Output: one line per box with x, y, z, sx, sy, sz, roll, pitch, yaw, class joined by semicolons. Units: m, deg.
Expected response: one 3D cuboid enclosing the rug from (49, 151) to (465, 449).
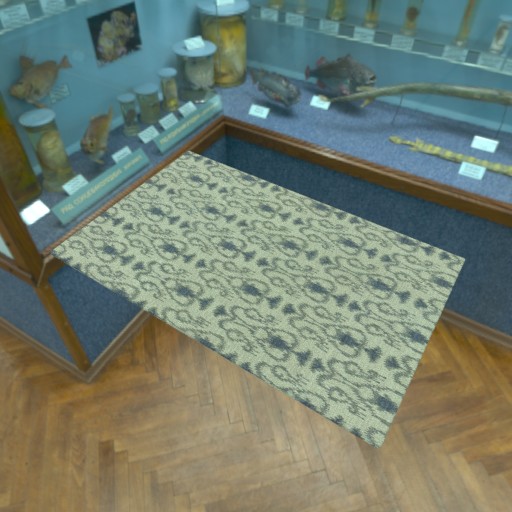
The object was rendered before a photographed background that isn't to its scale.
0.000;0.000;2.070;1.652;0.006;1.035;25;51;22;rug
